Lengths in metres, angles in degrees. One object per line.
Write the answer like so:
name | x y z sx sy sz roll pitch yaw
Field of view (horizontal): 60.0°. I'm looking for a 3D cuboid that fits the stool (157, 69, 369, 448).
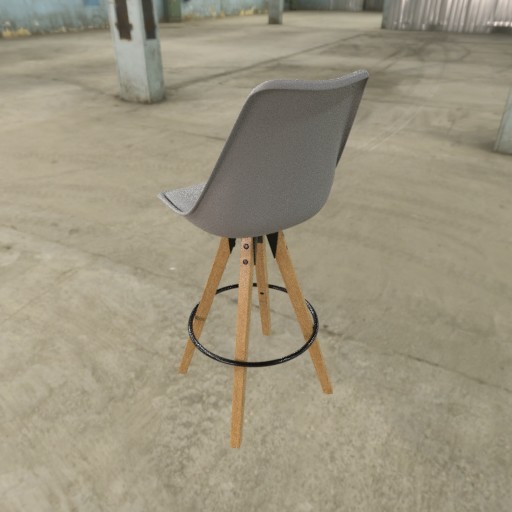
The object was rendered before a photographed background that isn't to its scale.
stool | 0.000 0.000 1.379 0.485 1.115 0.550 -19 35 -29
